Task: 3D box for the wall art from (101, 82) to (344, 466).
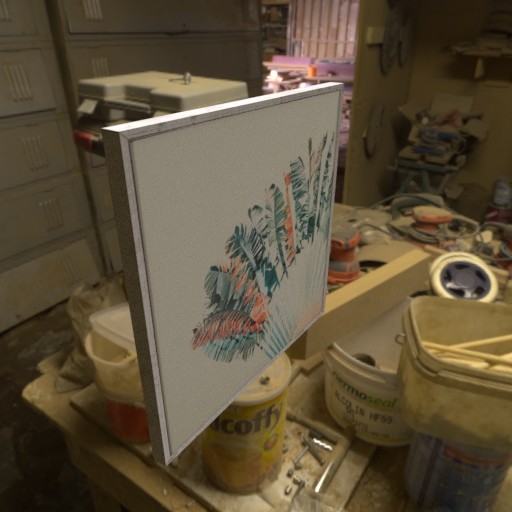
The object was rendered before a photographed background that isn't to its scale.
[{"bbox_3d":[0.000,0.000,0.752,0.029,0.506,0.508,19,33,31],"label":"wall art"}]
